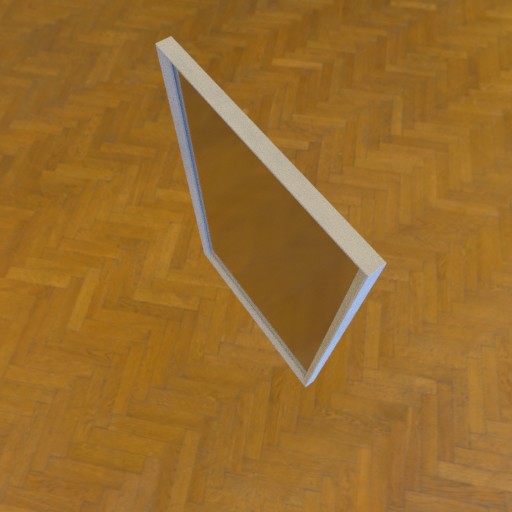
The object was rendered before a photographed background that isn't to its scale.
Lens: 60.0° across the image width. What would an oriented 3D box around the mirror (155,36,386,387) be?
[{"bbox_3d":[0.000,0.000,1.166,0.041,0.915,0.609,-33,68,-15],"label":"mirror"}]
